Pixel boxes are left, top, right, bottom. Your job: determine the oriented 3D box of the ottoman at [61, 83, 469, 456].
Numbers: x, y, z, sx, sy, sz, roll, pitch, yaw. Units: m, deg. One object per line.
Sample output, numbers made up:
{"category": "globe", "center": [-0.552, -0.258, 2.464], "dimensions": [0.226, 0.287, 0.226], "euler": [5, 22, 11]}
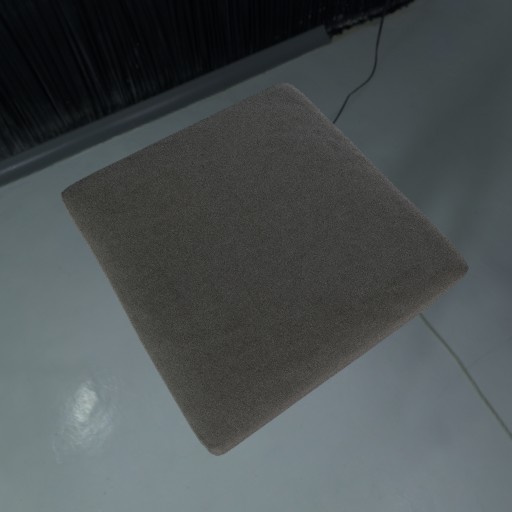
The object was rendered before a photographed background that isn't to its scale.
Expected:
{"category": "ottoman", "center": [0.000, 0.000, 1.423], "dimensions": [0.861, 0.482, 0.881], "euler": [-31, 68, -14]}
